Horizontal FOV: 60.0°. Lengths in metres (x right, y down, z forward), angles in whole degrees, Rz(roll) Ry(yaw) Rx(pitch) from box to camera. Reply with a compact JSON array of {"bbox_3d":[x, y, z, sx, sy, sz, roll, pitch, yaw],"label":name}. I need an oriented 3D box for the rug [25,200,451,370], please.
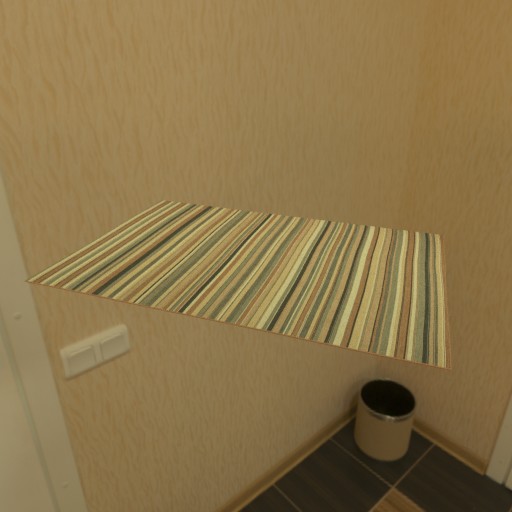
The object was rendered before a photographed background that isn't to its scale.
[{"bbox_3d":[0.000,0.000,2.278,1.829,0.008,1.219,9,27,18],"label":"rug"}]
